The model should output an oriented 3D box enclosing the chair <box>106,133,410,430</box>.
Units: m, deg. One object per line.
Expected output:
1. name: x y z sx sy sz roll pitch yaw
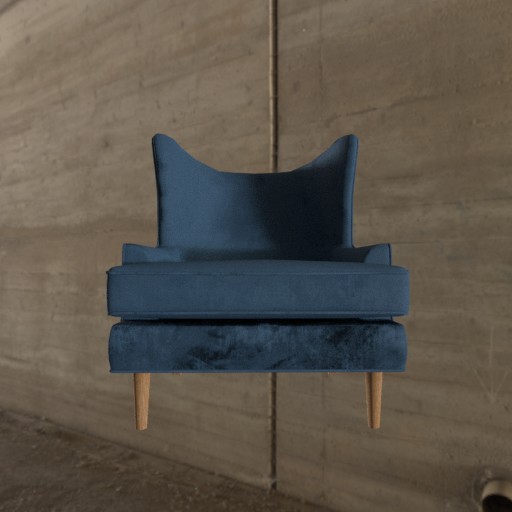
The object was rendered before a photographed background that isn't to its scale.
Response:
1. chair: 0.000 0.000 1.566 0.793 0.952 0.910 0 -1 -1
